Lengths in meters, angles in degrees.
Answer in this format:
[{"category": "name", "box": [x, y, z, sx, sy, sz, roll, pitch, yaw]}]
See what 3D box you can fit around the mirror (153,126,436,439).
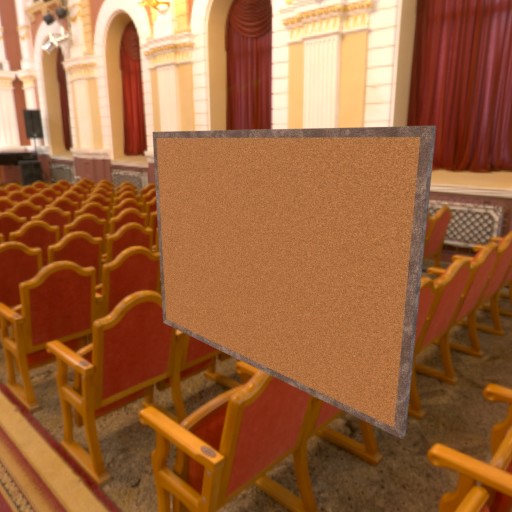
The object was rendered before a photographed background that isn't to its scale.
[{"category": "mirror", "box": [0.000, 0.000, 1.451, 1.101, 0.795, 0.022, 14, 20, 43]}]
